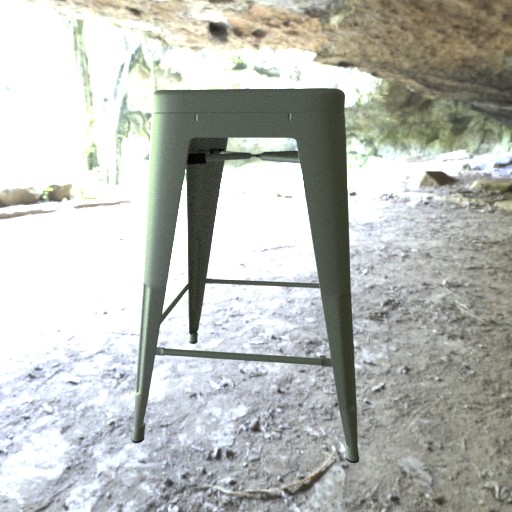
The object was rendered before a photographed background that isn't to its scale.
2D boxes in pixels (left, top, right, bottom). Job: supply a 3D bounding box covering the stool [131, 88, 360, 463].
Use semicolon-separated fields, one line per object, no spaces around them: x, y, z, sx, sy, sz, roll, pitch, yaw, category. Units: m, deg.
0.000;0.000;0.890;0.410;0.608;0.410;2;16;7;stool
